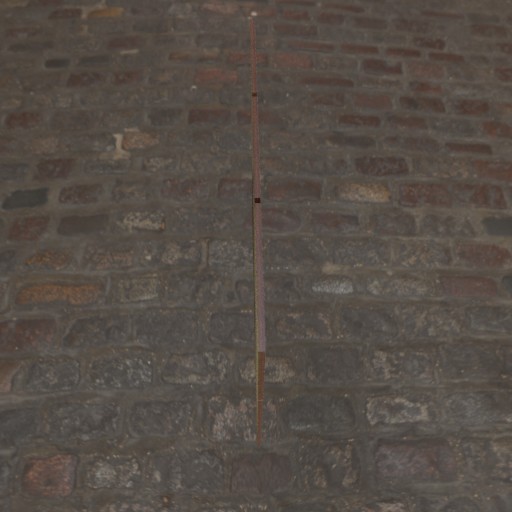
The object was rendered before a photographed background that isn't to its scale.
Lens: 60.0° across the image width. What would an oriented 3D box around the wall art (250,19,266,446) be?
[{"bbox_3d":[0.000,0.000,1.811,0.017,1.246,1.256,-1,58,-1],"label":"wall art"}]
